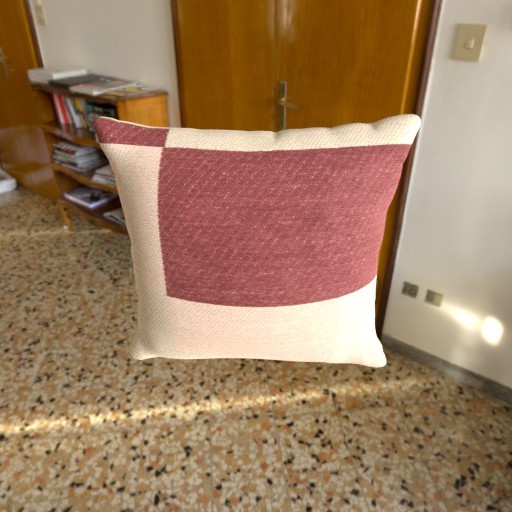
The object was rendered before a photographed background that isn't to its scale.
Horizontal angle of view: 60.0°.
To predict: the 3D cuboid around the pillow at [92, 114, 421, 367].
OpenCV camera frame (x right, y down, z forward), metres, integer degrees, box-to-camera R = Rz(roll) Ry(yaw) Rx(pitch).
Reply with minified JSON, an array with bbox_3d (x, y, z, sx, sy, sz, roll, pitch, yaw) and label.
[{"bbox_3d":[0.000,0.000,0.805,0.536,0.506,0.229,1,30,2],"label":"pillow"}]
